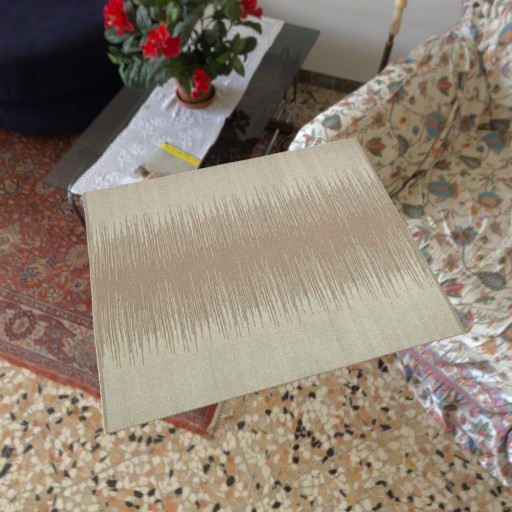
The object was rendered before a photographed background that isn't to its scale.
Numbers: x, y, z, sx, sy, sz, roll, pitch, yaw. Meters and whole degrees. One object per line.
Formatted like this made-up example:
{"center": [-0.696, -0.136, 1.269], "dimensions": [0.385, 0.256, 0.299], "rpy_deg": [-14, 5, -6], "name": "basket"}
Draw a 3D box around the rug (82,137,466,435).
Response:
{"center": [0.000, 0.000, 4.160], "dimensions": [3.048, 0.013, 2.438], "rpy_deg": [-13, 59, -8], "name": "rug"}
